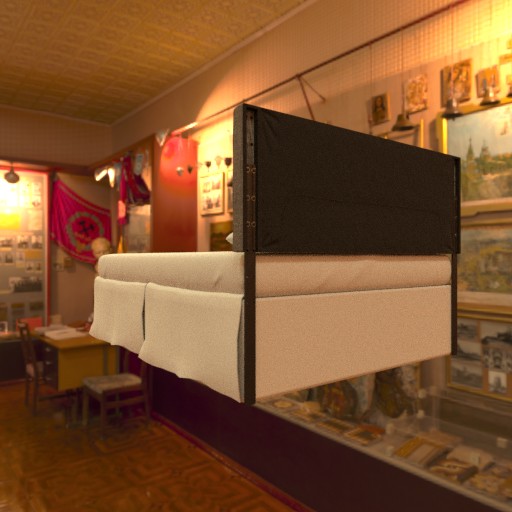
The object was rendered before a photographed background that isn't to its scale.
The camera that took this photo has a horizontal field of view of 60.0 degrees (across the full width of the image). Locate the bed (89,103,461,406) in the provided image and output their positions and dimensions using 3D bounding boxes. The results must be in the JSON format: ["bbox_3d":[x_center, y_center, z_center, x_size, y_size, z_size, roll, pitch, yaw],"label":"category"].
[{"bbox_3d":[0.000,0.000,2.947,1.621,1.168,1.958,0,0,-36],"label":"bed"}]
